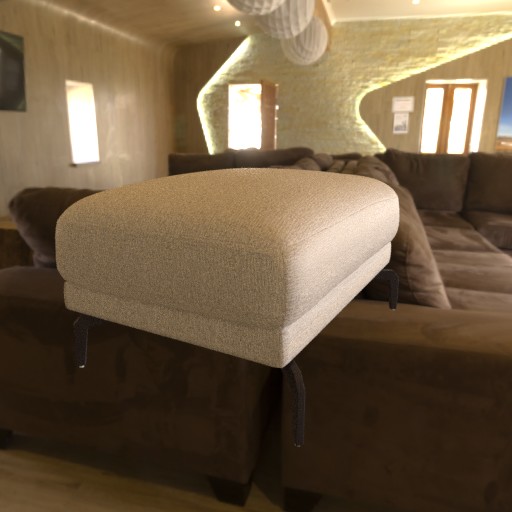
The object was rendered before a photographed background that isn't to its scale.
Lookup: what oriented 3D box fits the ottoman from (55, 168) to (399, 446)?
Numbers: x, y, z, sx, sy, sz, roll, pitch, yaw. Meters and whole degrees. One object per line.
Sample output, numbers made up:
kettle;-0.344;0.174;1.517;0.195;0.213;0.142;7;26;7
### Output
ottoman;0.000;0.000;1.104;0.568;0.420;0.772;8;17;28
